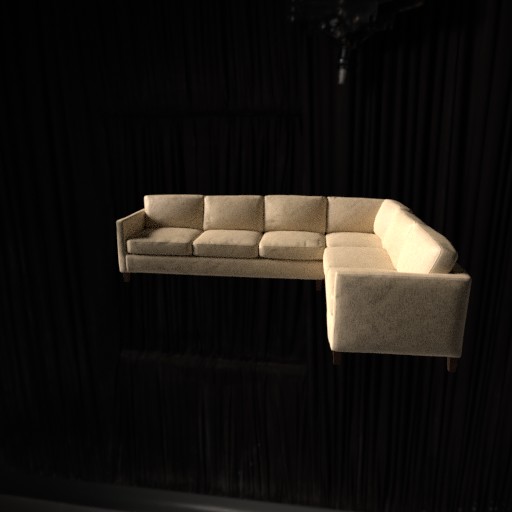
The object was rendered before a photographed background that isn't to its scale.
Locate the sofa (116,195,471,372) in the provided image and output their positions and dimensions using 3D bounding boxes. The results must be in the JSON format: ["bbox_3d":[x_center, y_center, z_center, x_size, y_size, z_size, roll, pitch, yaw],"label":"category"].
[{"bbox_3d":[0.000,0.000,4.459,3.302,0.947,2.593,2,16,7],"label":"sofa"}]
